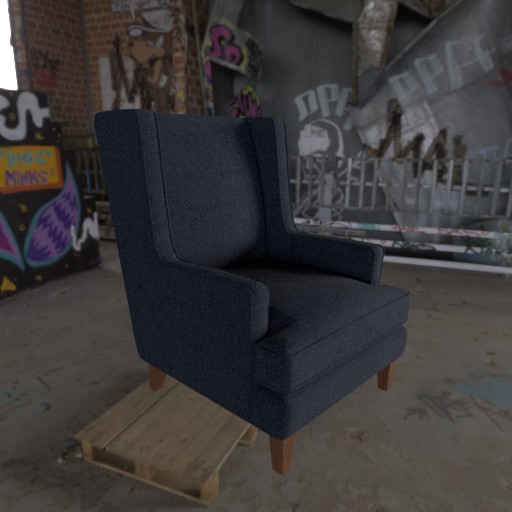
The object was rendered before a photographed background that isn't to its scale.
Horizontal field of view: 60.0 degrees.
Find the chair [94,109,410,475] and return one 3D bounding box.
[{"bbox_3d":[0.000,0.000,1.709,0.947,1.072,0.764,13,19,42],"label":"chair"}]
